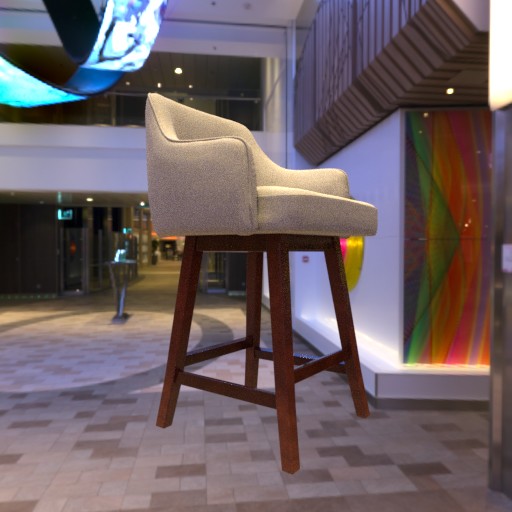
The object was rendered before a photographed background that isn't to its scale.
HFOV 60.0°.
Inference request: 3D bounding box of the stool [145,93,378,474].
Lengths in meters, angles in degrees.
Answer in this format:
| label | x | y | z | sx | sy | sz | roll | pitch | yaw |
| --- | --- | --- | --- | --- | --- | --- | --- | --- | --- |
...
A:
| label | x | y | z | sx | sy | sz | roll | pitch | yaw |
| --- | --- | --- | --- | --- | --- | --- | --- | --- | --- |
| stool | 0.000 | 0.000 | 1.266 | 0.560 | 0.936 | 0.550 | 1 | 1 | 37 |
